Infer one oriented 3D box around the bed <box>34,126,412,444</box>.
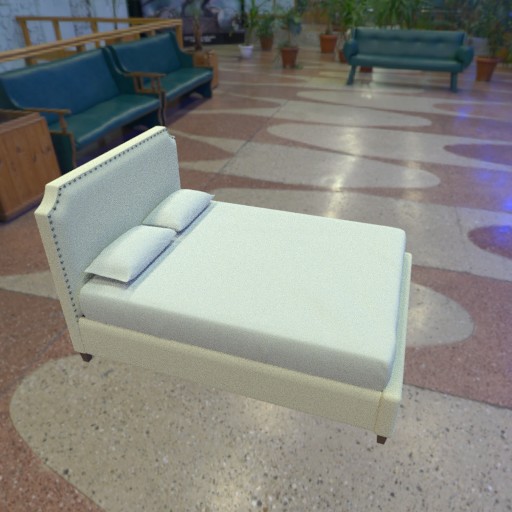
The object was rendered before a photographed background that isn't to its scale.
[{"bbox_3d":[0.000,0.000,3.398,2.329,1.415,1.703,10,33,16],"label":"bed"}]
